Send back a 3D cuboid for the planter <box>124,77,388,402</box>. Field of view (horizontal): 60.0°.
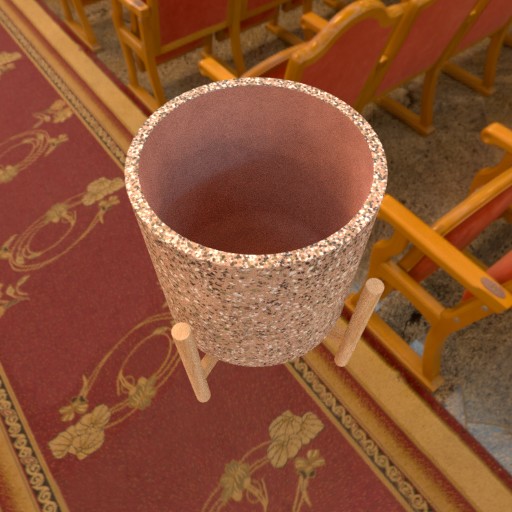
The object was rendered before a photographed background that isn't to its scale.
[{"bbox_3d":[0.000,0.000,0.691,0.360,0.419,0.360,-32,62,-19],"label":"planter"}]
